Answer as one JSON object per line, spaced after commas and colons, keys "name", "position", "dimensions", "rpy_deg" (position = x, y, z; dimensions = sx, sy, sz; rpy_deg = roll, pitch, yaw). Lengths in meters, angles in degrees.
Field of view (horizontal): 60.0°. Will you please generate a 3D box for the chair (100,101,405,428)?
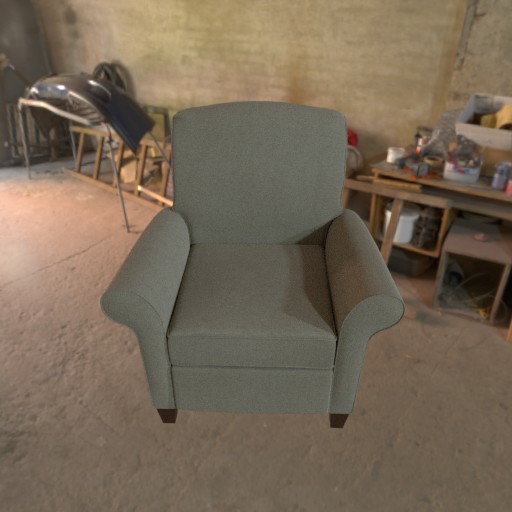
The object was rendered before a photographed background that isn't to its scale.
{"name": "chair", "position": [0.000, 0.000, 1.819], "dimensions": [0.978, 1.061, 0.905], "rpy_deg": [1, 31, 2]}
